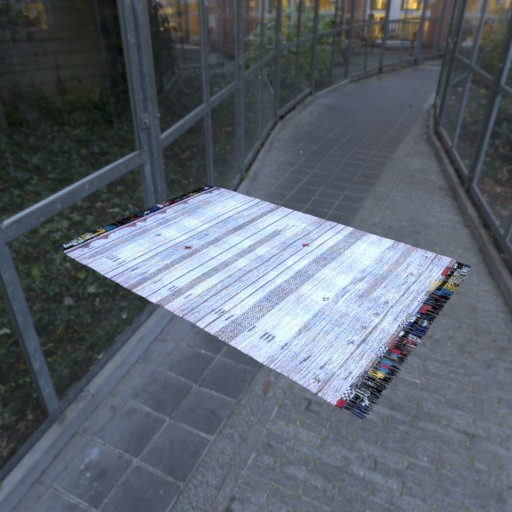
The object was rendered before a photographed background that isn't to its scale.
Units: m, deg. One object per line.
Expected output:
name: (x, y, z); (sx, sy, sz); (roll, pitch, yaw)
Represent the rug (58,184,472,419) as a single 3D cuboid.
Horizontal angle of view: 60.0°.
rug: (0.000, 0.000, 2.305); (1.848, 0.012, 1.217); (22, 36, 32)
